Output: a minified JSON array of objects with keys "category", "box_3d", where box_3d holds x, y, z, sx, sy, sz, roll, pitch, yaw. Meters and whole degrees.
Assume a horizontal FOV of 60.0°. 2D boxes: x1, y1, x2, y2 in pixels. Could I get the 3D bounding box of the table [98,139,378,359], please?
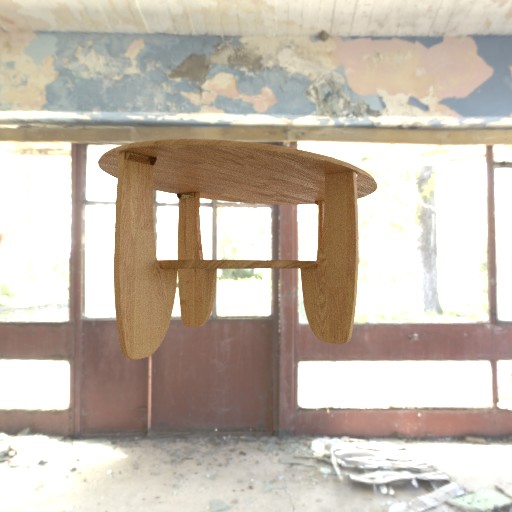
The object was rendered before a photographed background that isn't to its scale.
[{"category":"table","box_3d":[0.000,0.000,1.402,0.690,0.490,1.040,-1,-2,37]}]
